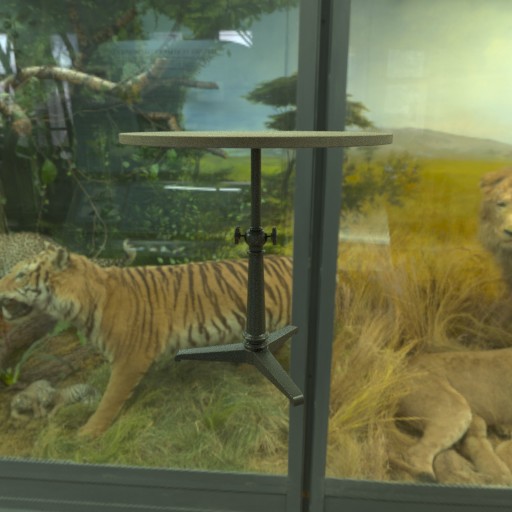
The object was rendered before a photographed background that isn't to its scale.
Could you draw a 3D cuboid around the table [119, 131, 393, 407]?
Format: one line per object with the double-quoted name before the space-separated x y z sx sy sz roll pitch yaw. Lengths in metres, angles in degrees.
"table" 0.000 0.000 1.458 0.800 0.780 0.800 0 17 0
